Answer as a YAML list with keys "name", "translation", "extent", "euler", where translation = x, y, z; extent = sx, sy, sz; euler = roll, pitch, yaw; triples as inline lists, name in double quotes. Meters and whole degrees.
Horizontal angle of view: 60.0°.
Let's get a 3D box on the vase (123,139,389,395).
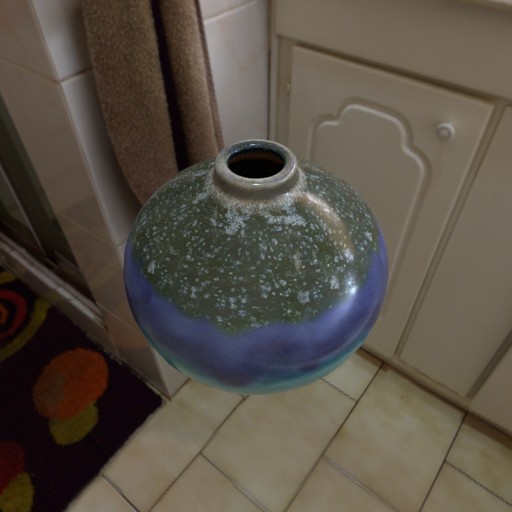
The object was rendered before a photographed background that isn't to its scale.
- name: "vase"
  translation: [0.000, 0.000, 0.262]
  extent: [0.154, 0.133, 0.154]
  euler: [0, 46, 0]
